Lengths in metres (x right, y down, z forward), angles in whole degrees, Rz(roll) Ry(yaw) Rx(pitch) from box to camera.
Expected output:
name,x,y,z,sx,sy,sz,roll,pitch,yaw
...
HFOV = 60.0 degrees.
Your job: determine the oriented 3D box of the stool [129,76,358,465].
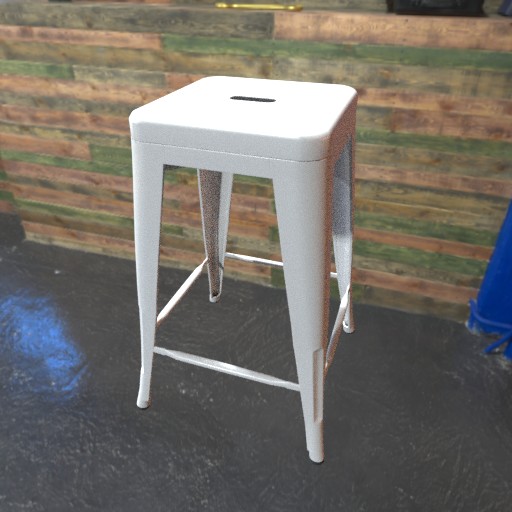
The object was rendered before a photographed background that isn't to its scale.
name,x,y,z,sx,sy,sz,roll,pitch,yaw
stool,0.000,0.000,0.884,0.406,0.610,0.406,11,34,16
